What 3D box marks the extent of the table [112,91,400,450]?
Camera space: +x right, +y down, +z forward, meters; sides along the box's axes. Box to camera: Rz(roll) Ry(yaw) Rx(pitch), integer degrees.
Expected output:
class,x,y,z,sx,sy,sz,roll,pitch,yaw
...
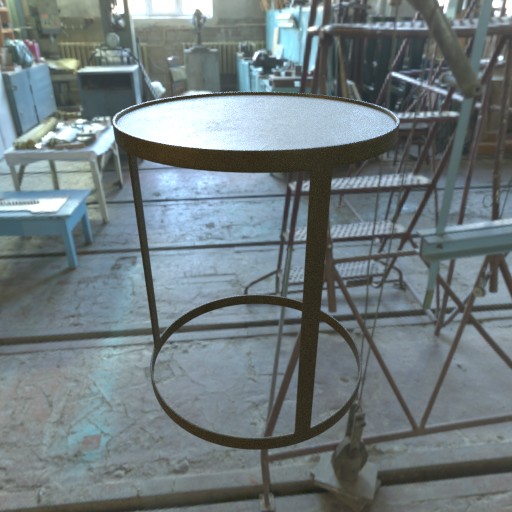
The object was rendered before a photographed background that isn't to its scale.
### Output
class,x,y,z,sx,sy,sz,roll,pitch,yaw
table,0.000,0.000,0.904,0.480,0.565,0.480,0,29,0
